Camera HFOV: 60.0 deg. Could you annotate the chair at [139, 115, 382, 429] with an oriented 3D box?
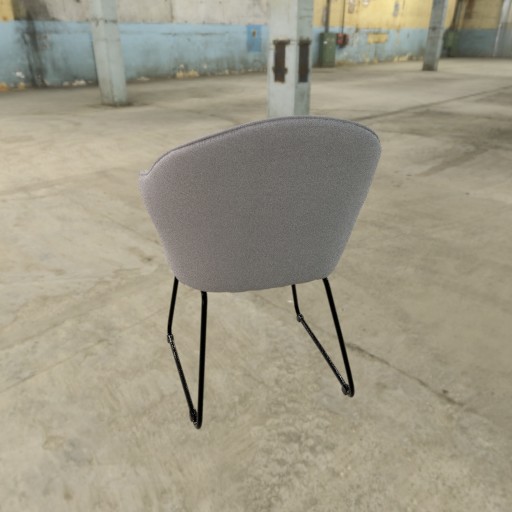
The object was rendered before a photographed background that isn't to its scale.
[{"bbox_3d":[0.000,0.000,1.211,0.570,0.817,0.592,-7,27,-15],"label":"chair"}]
